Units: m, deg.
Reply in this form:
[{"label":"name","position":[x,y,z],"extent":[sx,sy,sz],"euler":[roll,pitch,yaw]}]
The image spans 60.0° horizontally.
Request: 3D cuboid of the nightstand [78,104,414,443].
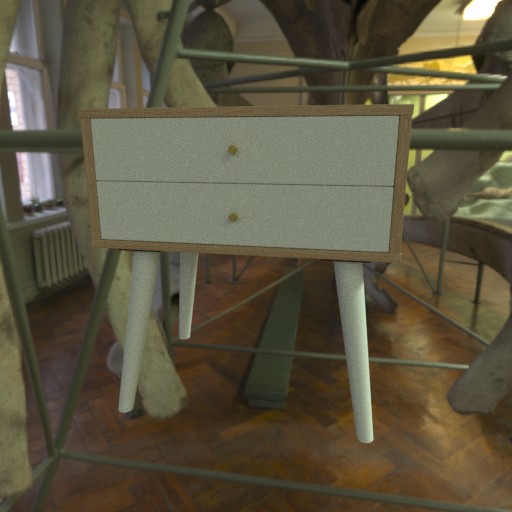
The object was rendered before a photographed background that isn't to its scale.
[{"label":"nightstand","position":[0.000,0.000,0.992],"extent":[0.571,0.610,0.407],"euler":[3,15,11]}]
